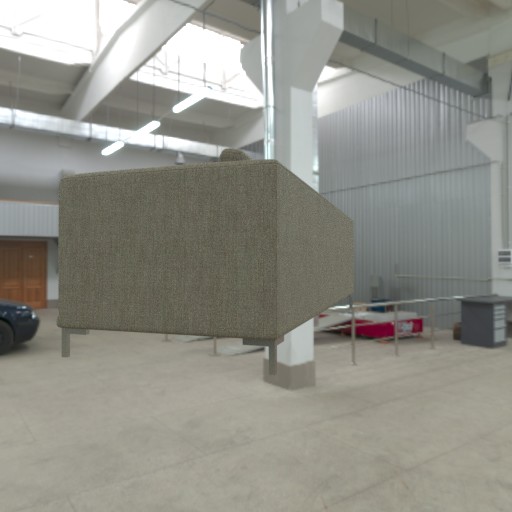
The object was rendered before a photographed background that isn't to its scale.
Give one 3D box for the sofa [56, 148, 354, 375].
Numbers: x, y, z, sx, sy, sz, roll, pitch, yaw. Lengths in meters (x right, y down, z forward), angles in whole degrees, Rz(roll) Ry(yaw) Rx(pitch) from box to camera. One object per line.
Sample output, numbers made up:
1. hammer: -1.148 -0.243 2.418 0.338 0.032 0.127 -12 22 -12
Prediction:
1. sofa: 0.000 0.000 2.832 0.969 0.867 2.415 0 -1 19
